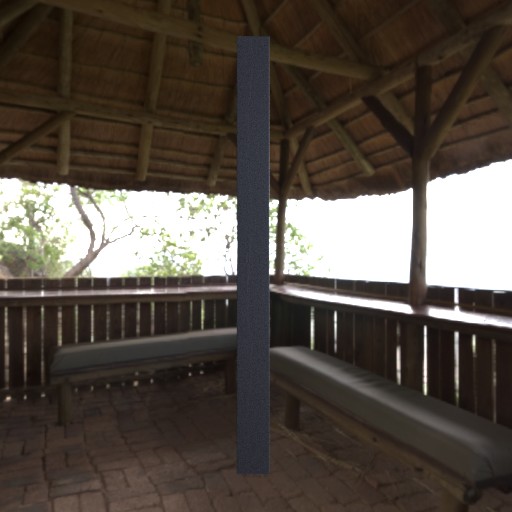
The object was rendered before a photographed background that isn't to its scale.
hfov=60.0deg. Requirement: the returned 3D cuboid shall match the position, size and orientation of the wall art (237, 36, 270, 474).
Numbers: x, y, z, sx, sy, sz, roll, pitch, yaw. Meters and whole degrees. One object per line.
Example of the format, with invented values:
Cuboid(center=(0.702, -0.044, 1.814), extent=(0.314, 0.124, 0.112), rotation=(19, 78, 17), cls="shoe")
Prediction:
Cuboid(center=(0.000, 0.000, 0.766), extent=(0.038, 0.507, 0.507), rotation=(0, 0, 1), cls="wall art")
